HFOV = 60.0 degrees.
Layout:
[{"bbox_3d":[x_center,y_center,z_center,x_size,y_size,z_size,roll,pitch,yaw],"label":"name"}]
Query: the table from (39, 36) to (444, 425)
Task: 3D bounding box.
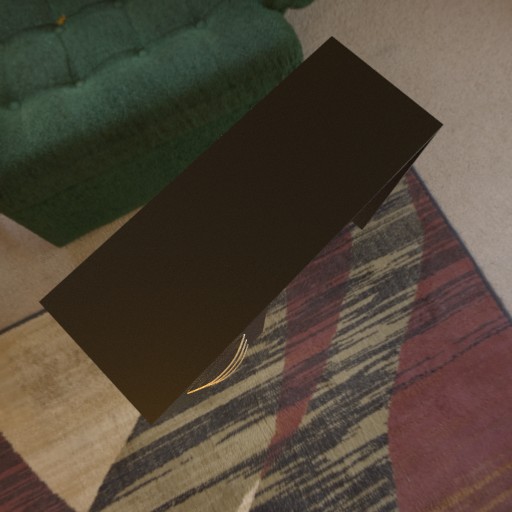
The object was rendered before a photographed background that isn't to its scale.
[{"bbox_3d":[0.000,0.000,1.372,0.380,0.790,0.930,43,80,10],"label":"table"}]
